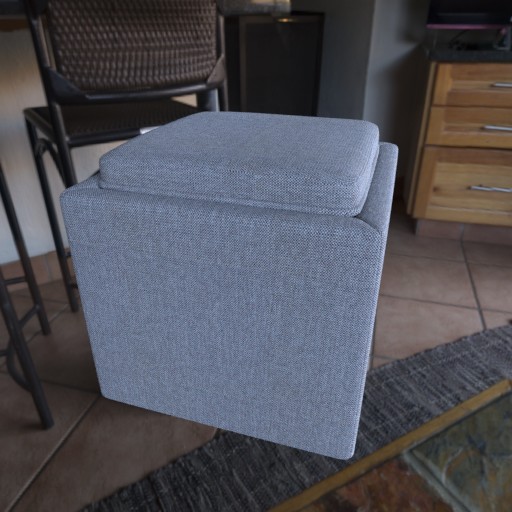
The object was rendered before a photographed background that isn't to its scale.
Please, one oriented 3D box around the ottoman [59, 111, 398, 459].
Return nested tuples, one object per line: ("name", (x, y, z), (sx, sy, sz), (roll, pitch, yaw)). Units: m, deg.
("ottoman", (0.000, 0.000, 0.822), (0.450, 0.460, 0.450), (8, 29, 16))
